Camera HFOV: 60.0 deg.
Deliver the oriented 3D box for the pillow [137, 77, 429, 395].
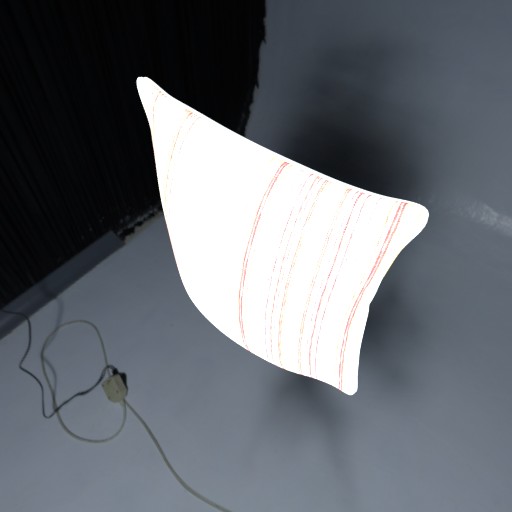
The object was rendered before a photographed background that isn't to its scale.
[{"bbox_3d":[0.000,0.000,0.706,0.451,0.449,0.191,32,55,25],"label":"pillow"}]
